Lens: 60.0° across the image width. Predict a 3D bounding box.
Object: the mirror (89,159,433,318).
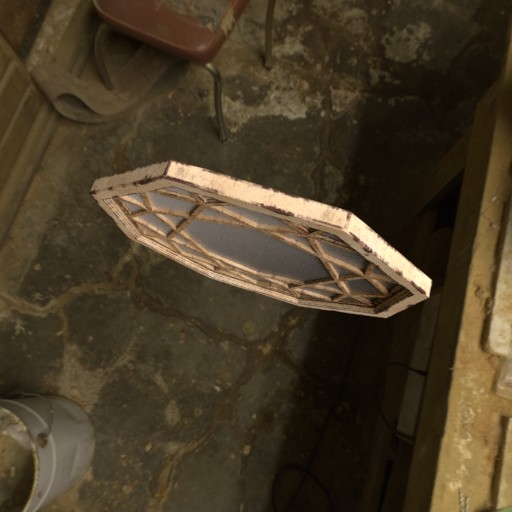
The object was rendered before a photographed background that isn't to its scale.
[{"bbox_3d":[0.000,0.000,0.936,0.648,0.648,0.031,17,75,5],"label":"mirror"}]
